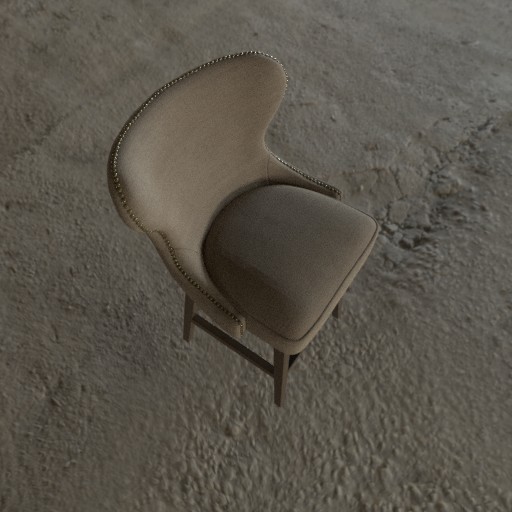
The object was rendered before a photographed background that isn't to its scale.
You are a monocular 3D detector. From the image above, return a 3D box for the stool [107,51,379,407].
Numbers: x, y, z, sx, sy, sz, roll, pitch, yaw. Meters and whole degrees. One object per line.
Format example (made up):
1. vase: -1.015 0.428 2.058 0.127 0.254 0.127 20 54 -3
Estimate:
1. stool: 0.000 0.000 1.376 0.597 0.972 0.615 30 62 18
